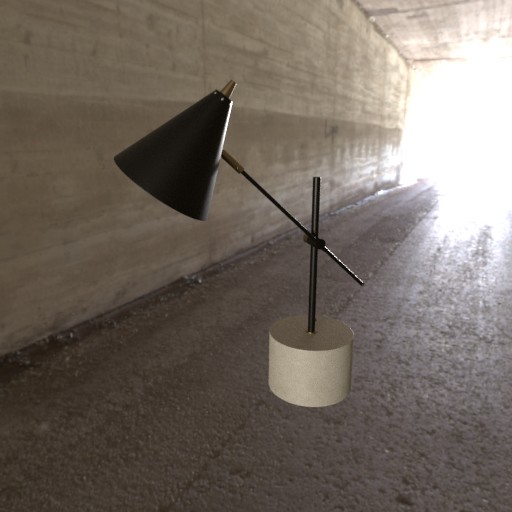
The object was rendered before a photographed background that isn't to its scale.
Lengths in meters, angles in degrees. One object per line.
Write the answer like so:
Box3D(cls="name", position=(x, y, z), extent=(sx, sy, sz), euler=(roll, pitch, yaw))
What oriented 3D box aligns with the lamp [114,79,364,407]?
Box3D(cls="lamp", position=(0.000, 0.000, 0.712), extent=(0.403, 0.518, 0.214), euler=(-2, 16, -9))
